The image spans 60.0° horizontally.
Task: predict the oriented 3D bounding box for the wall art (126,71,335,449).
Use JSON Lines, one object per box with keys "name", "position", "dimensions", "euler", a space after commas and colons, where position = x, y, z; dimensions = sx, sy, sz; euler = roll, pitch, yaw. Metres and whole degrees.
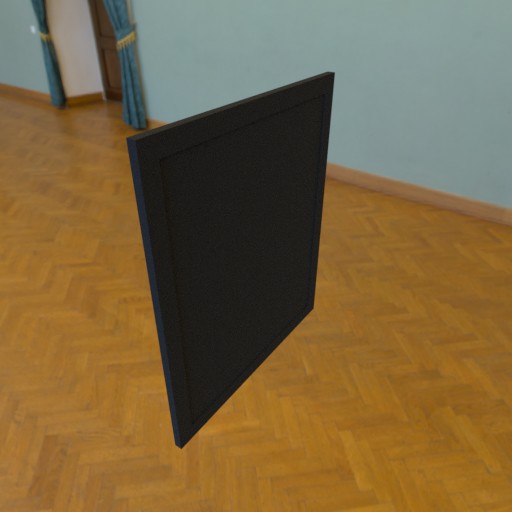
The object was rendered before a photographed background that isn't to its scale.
{"name": "wall art", "position": [0.000, 0.000, 0.521], "dimensions": [0.010, 0.361, 0.311], "euler": [21, 38, 29]}
